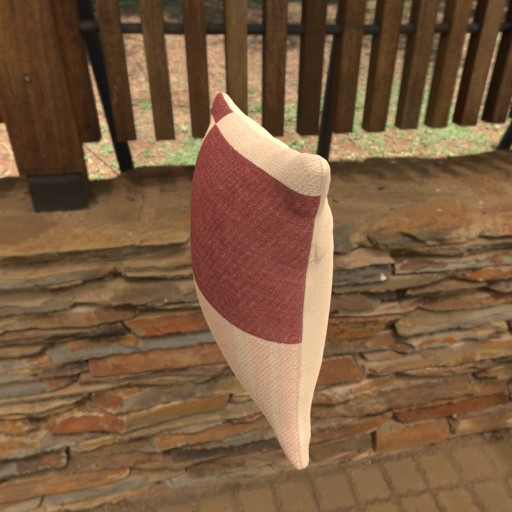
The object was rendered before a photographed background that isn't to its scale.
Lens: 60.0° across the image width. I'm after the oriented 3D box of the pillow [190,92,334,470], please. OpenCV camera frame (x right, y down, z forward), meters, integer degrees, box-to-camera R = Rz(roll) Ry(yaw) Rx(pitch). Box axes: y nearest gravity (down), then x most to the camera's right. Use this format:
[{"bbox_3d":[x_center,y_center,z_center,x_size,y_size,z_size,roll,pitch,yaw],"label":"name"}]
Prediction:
[{"bbox_3d":[0.000,0.000,0.808,0.229,0.506,0.536,-8,31,-14],"label":"pillow"}]
